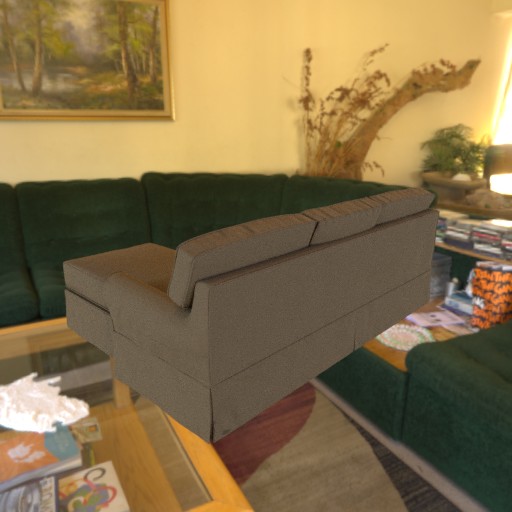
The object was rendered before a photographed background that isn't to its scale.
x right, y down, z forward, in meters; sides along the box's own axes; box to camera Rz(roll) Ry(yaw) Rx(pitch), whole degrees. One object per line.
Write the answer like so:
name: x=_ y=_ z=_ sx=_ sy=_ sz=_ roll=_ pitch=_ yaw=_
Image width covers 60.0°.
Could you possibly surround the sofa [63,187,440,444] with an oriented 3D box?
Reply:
sofa: x=0.000 y=0.000 z=3.312 sx=1.733 sy=0.978 sz=2.475 roll=15 pitch=23 yaw=42
